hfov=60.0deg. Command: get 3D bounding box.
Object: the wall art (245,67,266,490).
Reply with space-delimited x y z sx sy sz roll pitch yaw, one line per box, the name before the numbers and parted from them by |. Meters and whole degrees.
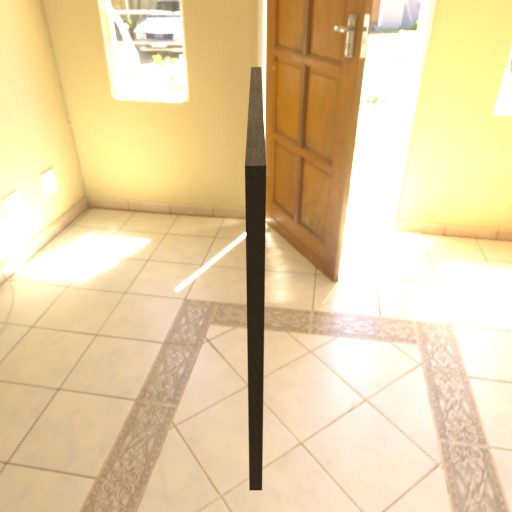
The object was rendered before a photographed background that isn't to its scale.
wall art | 0.000 0.000 1.483 0.038 1.016 1.016 0 32 0
